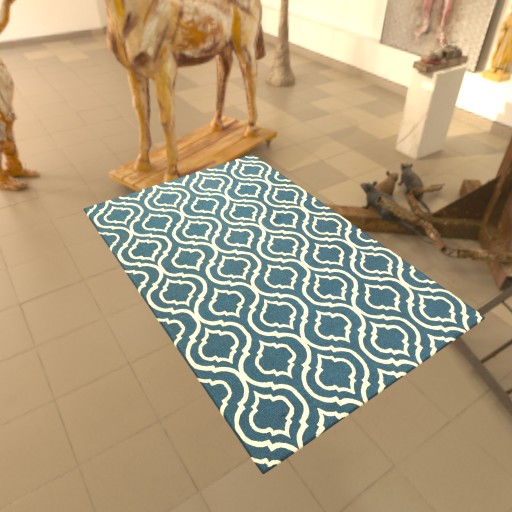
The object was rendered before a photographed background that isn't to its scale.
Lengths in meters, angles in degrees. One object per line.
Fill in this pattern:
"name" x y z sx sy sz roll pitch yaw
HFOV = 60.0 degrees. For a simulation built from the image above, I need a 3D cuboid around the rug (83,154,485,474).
"rug" 0.000 0.000 2.168 1.143 0.010 1.753 -24 46 -25
